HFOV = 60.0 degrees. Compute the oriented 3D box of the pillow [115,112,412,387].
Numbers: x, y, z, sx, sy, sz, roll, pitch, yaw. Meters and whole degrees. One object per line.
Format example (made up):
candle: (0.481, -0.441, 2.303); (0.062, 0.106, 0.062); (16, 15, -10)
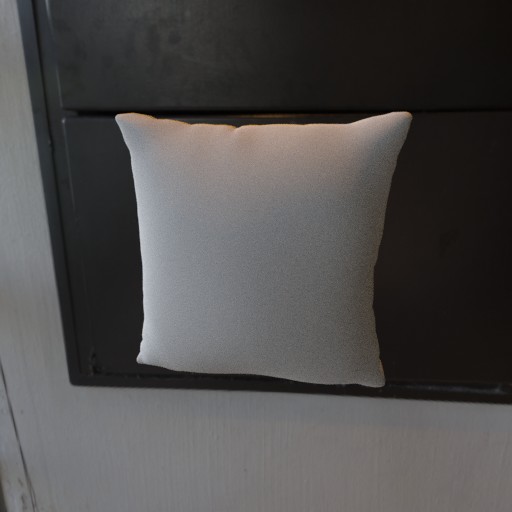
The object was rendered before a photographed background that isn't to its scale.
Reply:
pillow: (0.000, 0.000, 0.729); (0.450, 0.450, 0.211); (3, 18, 8)
